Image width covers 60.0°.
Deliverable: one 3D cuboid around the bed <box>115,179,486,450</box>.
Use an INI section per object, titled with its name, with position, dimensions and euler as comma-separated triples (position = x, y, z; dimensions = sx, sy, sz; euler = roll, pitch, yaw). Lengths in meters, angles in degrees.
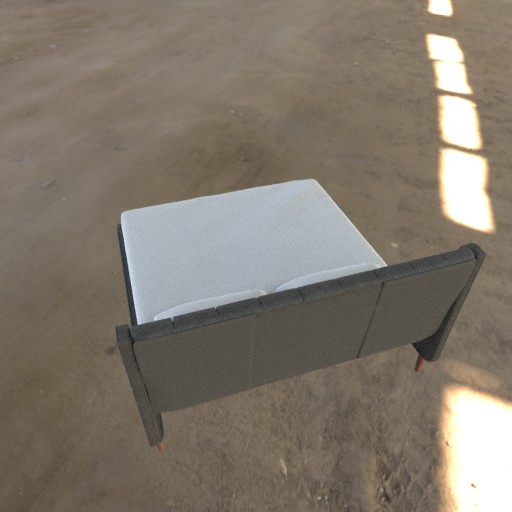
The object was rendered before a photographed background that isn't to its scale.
[bed]
position = 0.000, 0.000, 2.579
dimensions = 1.531, 0.933, 1.638
euler = -12, 42, -14
